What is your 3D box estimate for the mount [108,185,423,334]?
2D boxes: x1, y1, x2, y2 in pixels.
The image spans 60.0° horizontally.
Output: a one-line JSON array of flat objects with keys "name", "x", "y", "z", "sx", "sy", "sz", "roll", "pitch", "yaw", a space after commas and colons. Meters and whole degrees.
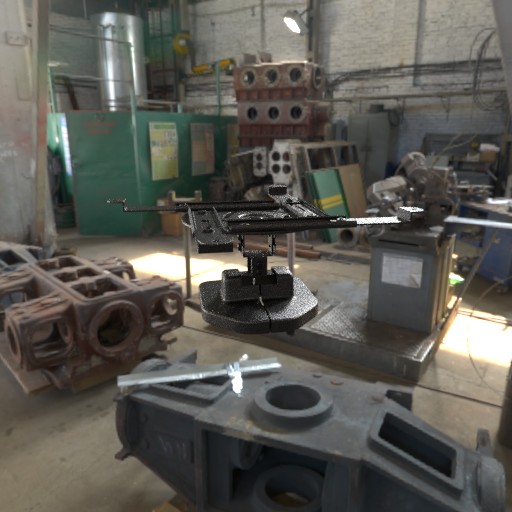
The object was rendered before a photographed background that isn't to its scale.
[{"name": "mount", "x": 0.000, "y": 0.000, "z": 0.603, "sx": 0.394, "sy": 0.141, "sz": 0.394, "roll": -3, "pitch": 16, "yaw": -10}]
